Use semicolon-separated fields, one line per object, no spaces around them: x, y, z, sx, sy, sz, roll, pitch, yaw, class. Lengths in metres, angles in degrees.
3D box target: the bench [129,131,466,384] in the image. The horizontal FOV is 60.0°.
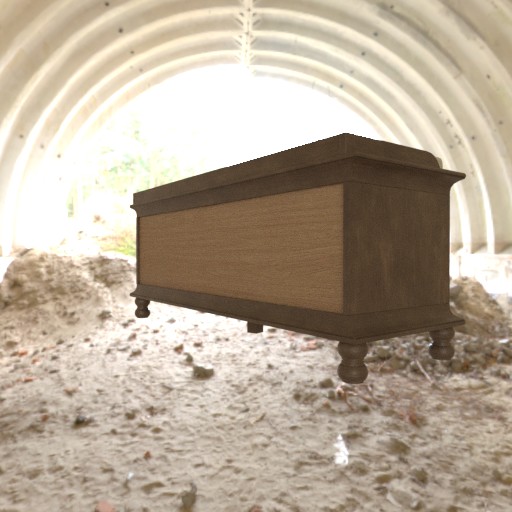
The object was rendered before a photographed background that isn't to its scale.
0.000;0.000;1.440;0.402;0.501;1.185;0;1;-36;bench
